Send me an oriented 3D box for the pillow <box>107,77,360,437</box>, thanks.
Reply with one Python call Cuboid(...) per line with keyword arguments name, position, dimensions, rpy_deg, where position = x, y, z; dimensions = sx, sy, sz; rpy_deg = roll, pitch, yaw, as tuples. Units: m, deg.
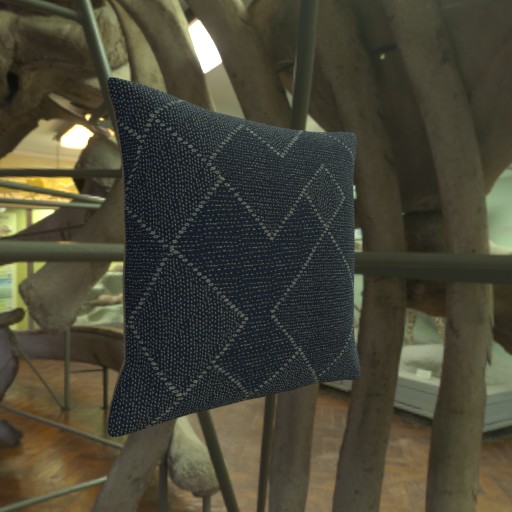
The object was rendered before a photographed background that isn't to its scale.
Cuboid(name="pillow", position=(0.000, 0.000, 0.652), dimensions=(0.435, 0.428, 0.148), rpy_deg=(0, 1, -35))
